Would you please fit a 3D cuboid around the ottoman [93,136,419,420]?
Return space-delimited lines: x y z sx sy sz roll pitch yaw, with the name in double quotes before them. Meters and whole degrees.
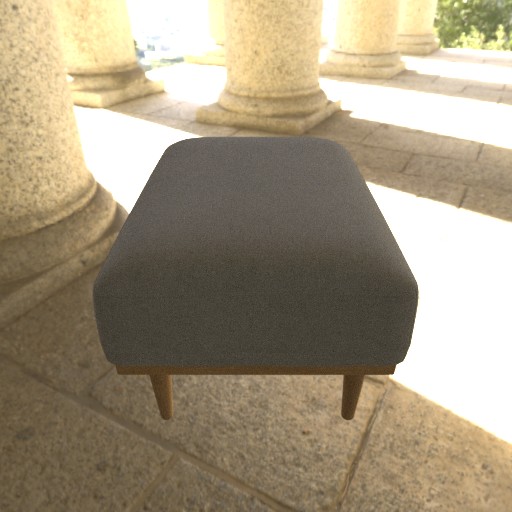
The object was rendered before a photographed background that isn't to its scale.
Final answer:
"ottoman" 0.000 0.000 1.087 0.549 0.428 0.749 0 32 0
